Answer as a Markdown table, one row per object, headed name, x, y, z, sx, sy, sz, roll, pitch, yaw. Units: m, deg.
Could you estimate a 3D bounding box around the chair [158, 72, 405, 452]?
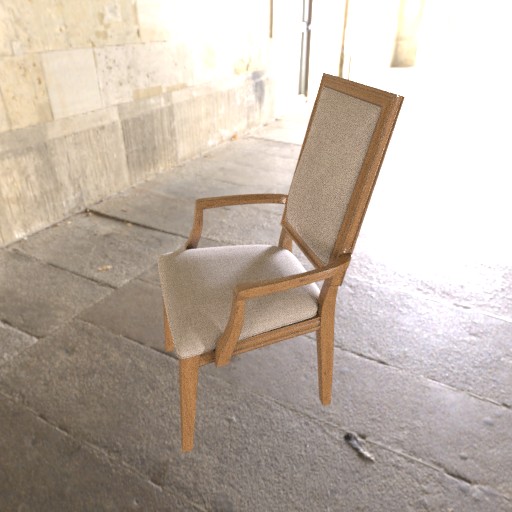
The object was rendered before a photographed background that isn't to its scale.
| name | x | y | z | sx | sy | sz | roll | pitch | yaw |
| --- | --- | --- | --- | --- | --- | --- | --- | --- | --- |
| chair | 0.000 | 0.000 | 1.368 | 0.602 | 0.990 | 0.606 | -8 | 30 | -14 |
